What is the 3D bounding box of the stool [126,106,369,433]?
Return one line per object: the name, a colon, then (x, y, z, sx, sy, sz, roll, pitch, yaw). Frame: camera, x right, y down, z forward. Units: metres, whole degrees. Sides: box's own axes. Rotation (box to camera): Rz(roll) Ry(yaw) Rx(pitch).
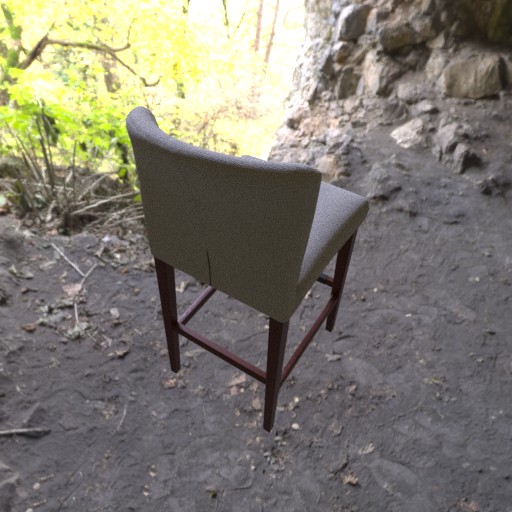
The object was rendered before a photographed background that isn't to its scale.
stool: (0.000, 0.000, 1.373, 0.481, 1.069, 0.568, 25, 51, 22)
